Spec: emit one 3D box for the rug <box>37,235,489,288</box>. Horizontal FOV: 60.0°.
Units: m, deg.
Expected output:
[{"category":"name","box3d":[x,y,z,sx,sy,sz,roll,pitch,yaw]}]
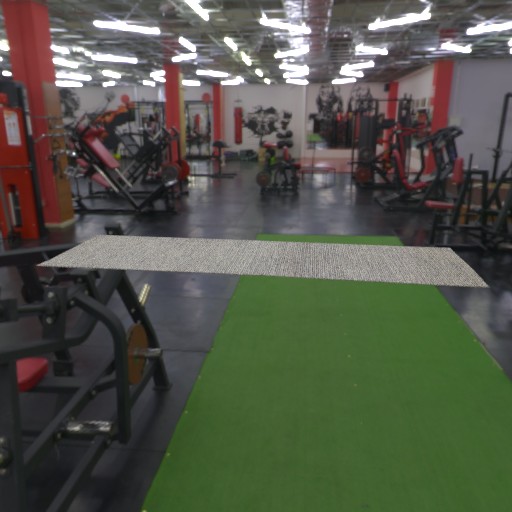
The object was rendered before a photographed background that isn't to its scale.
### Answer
[{"category":"rug","box3d":[0.000,0.000,2.574,2.335,0.013,0.697,2,17,8]}]
